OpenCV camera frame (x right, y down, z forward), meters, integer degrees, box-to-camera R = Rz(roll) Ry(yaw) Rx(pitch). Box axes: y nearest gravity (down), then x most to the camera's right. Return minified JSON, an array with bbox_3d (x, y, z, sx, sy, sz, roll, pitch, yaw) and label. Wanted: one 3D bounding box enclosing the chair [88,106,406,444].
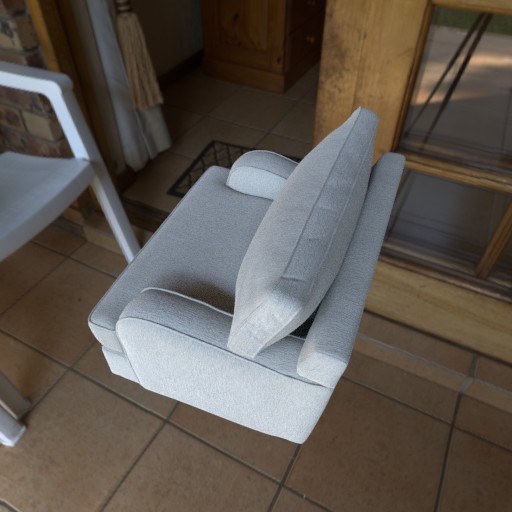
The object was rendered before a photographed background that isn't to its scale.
[{"bbox_3d":[0.000,0.000,2.021,1.041,1.016,1.220,16,48,15],"label":"chair"}]
